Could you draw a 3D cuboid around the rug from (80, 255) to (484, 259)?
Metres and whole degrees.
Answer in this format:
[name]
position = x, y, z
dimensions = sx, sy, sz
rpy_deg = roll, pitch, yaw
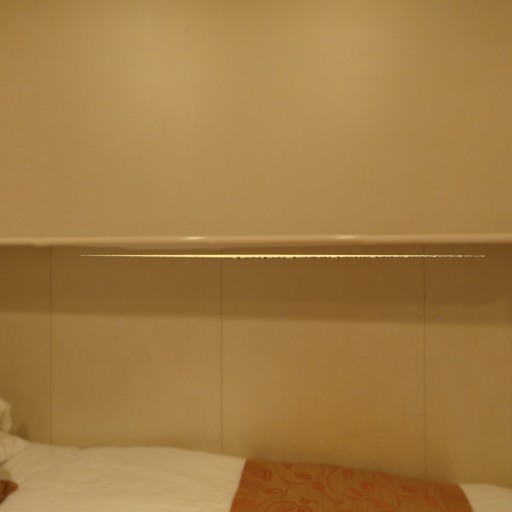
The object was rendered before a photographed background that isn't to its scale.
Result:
[rug]
position = 0.000, 0.000, 4.151
dimensions = 2.444, 0.013, 3.043
rpy_deg = 0, 0, -35
